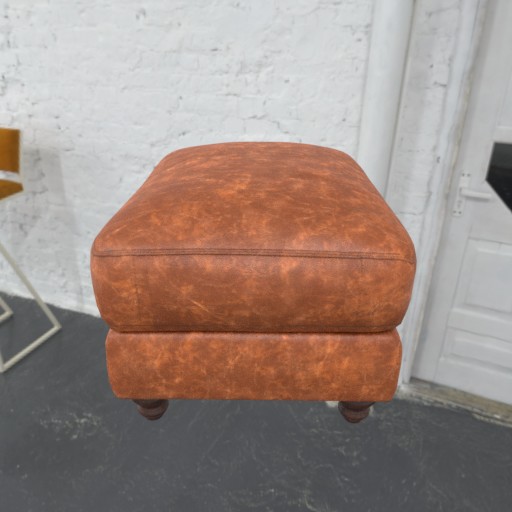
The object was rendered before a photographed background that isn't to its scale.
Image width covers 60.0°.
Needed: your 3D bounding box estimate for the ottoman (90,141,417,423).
[{"bbox_3d":[0.000,0.000,1.248,0.657,0.562,0.832,0,26,1],"label":"ottoman"}]
